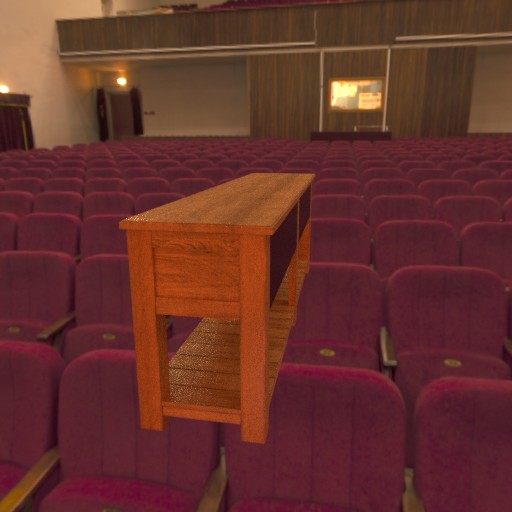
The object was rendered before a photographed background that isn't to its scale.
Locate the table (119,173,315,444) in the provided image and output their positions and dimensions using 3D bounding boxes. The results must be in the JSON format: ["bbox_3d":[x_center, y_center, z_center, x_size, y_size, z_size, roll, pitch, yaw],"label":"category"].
[{"bbox_3d":[0.000,0.000,2.069,0.425,0.635,1.815,3,15,10],"label":"table"}]
